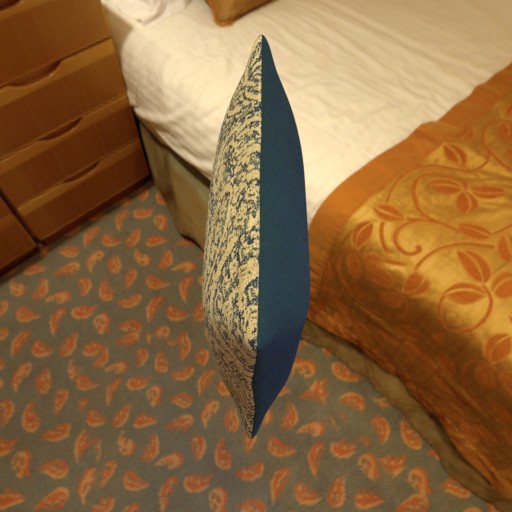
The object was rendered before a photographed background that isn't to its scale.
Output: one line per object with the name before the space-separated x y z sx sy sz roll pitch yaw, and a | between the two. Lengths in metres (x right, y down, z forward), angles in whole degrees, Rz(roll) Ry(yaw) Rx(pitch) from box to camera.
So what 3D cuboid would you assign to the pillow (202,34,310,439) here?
pillow | 0.000 0.000 0.777 0.166 0.510 0.523 1 58 0
